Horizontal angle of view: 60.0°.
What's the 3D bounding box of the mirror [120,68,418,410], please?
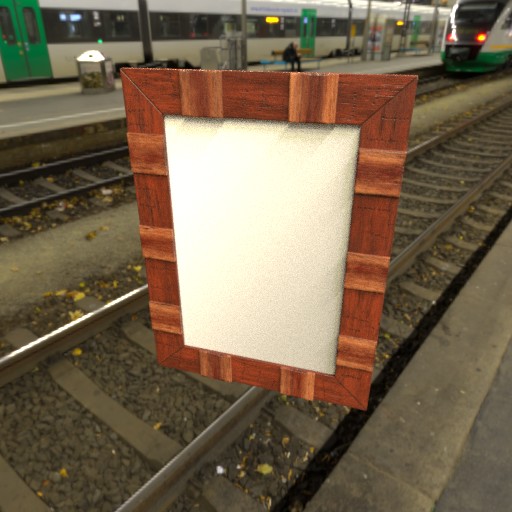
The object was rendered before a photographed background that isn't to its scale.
[{"bbox_3d":[0.000,0.000,1.045,0.600,0.805,0.021,8,28,15],"label":"mirror"}]
